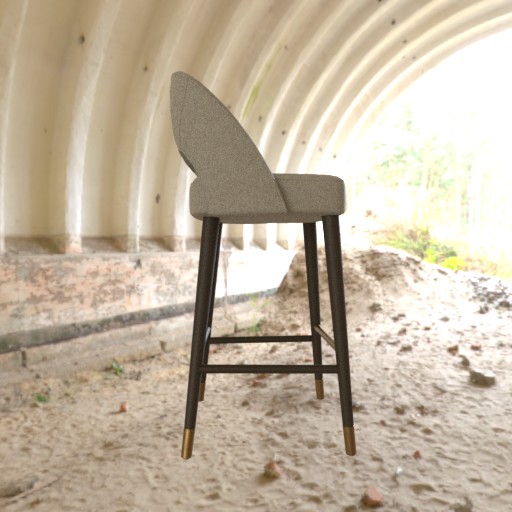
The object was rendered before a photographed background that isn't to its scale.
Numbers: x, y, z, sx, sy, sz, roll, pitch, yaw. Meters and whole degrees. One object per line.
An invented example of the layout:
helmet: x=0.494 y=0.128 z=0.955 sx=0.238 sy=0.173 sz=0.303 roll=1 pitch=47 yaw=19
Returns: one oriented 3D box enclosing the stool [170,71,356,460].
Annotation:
stool: x=0.000 y=0.000 z=1.357 sx=0.509 sy=1.037 sz=0.494 roll=0 pitch=1 yaw=-2
